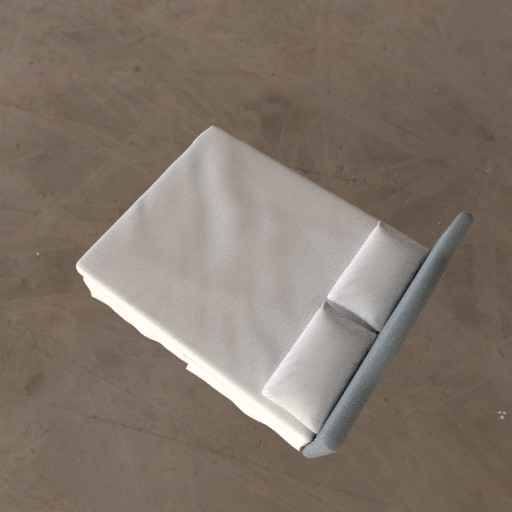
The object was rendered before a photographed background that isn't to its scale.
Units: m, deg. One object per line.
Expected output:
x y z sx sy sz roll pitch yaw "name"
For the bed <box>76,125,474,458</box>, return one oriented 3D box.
0.000 0.000 3.941 2.689 1.457 2.161 33 69 14 "bed"
